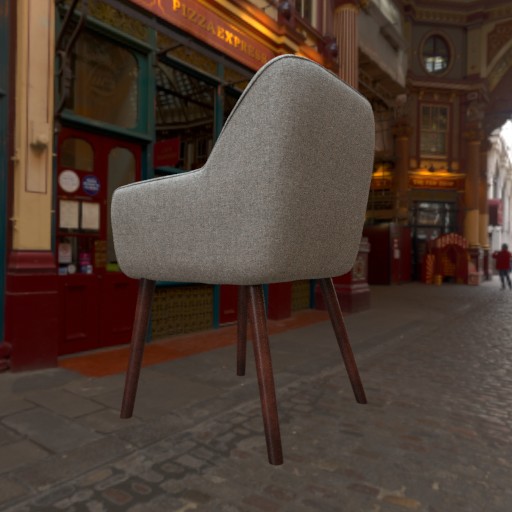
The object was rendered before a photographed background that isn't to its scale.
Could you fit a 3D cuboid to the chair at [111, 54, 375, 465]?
[{"bbox_3d":[0.000,0.000,1.159,0.519,0.803,0.543,0,1,36],"label":"chair"}]
